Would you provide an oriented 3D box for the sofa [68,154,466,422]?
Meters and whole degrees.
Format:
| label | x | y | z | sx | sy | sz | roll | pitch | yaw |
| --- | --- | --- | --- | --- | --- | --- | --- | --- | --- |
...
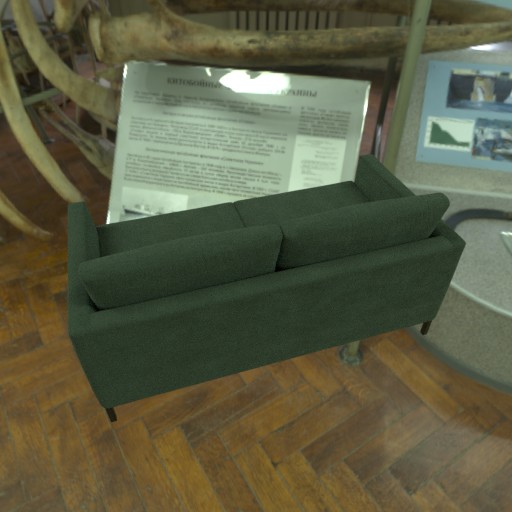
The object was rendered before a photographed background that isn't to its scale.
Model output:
| label | x | y | z | sx | sy | sz | roll | pitch | yaw |
| --- | --- | --- | --- | --- | --- | --- | --- | --- | --- |
| sofa | 0.000 | 0.000 | 2.171 | 1.676 | 0.817 | 0.875 | -12 | 42 | -13 |
